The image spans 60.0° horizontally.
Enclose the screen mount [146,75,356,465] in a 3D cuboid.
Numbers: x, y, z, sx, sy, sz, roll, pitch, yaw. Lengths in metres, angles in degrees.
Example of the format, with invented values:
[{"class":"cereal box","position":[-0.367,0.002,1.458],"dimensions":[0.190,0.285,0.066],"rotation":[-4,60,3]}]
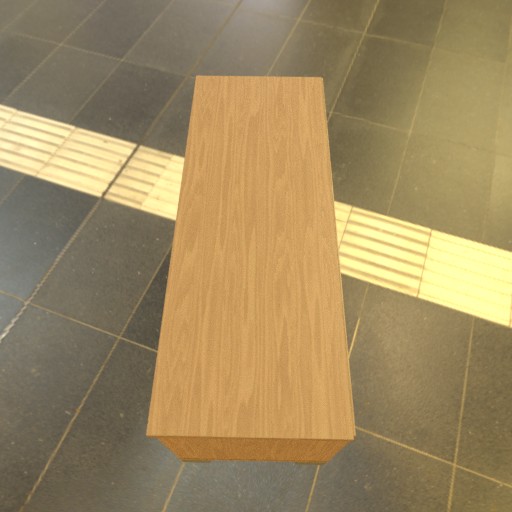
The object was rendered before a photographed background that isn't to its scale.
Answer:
[{"class":"screen mount","position":[0.000,0.000,1.319],"dimensions":[0.406,0.432,1.084],"rotation":[1,59,1]}]
